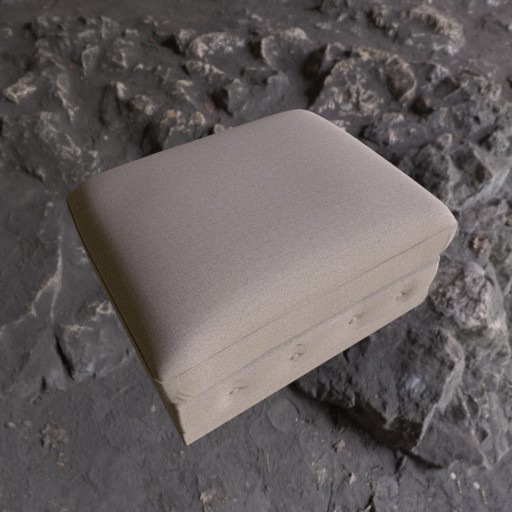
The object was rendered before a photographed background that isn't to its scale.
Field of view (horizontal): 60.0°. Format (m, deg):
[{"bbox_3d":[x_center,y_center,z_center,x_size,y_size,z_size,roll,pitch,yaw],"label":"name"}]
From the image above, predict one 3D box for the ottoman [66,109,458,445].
[{"bbox_3d":[0.000,0.000,1.037,0.684,0.463,0.541,-24,51,-21],"label":"ottoman"}]
